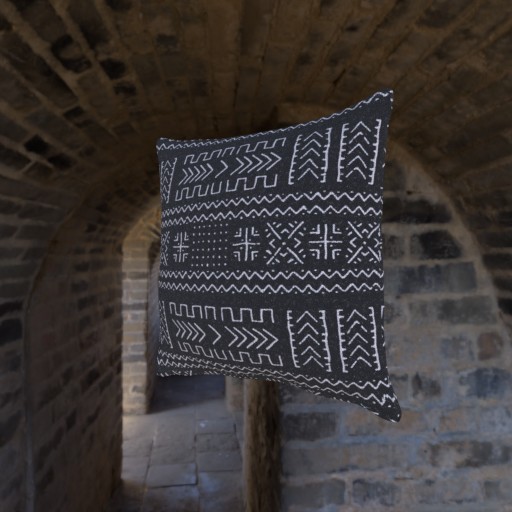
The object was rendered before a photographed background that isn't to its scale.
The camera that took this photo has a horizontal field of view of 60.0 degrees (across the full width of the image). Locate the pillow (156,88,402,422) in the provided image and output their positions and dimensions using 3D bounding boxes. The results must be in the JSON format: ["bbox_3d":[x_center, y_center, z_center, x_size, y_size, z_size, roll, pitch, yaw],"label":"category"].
[{"bbox_3d":[0.000,0.000,0.679,0.438,0.430,0.164,-1,-1,35],"label":"pillow"}]
